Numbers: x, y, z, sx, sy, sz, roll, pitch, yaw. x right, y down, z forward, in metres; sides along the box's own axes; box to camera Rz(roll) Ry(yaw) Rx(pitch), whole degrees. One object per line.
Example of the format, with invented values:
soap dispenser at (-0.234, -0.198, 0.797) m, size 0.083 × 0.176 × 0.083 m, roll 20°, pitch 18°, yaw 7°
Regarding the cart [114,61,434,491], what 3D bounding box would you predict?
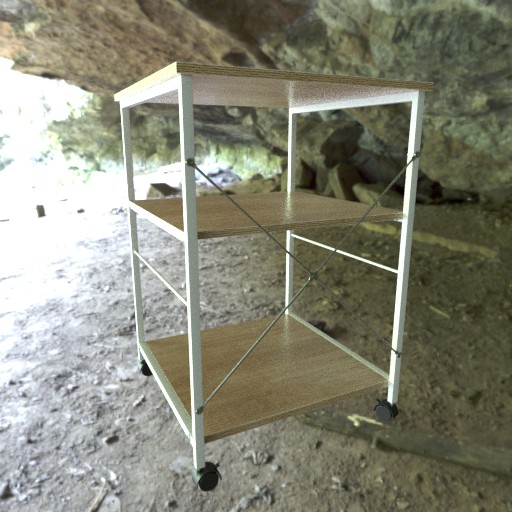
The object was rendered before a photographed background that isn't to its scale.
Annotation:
cart at (0.000, 0.000, 1.075) m, size 0.521 × 0.762 × 0.520 m, roll -7°, pitch 16°, yaw -26°
